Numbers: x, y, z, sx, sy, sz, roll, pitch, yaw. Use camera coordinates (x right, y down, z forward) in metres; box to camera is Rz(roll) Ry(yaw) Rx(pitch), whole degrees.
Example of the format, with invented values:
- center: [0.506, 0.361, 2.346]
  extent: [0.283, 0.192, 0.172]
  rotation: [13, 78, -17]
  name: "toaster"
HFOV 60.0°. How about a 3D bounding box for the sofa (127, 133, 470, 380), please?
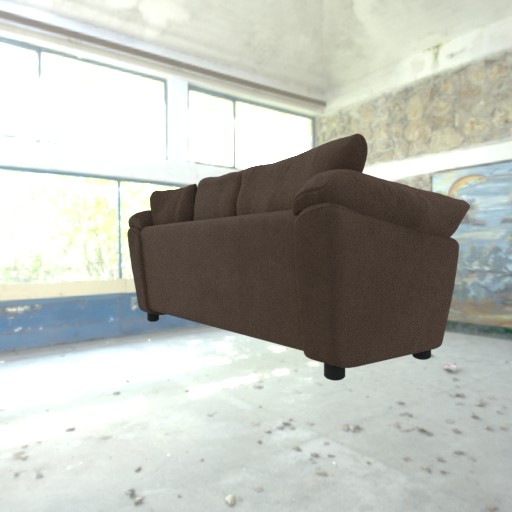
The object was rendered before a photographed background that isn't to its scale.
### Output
- center: [0.000, 0.000, 2.797]
  extent: [0.878, 1.015, 2.336]
  rotation: [0, 0, -36]
  name: "sofa"
